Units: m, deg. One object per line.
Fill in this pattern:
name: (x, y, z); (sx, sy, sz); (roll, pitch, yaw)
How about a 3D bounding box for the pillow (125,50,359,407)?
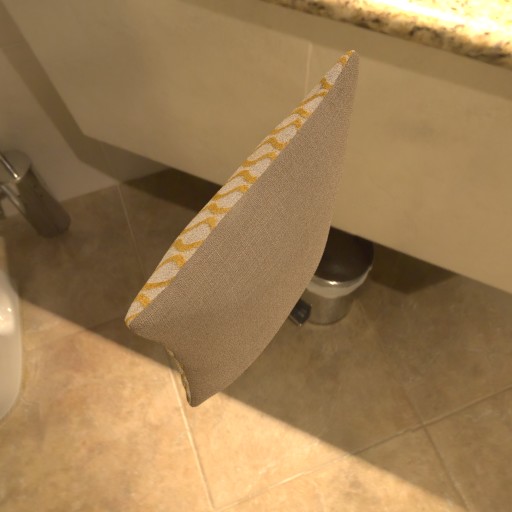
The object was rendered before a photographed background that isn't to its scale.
pillow: (0.000, 0.000, 0.656); (0.159, 0.436, 0.429); (29, 67, 14)
